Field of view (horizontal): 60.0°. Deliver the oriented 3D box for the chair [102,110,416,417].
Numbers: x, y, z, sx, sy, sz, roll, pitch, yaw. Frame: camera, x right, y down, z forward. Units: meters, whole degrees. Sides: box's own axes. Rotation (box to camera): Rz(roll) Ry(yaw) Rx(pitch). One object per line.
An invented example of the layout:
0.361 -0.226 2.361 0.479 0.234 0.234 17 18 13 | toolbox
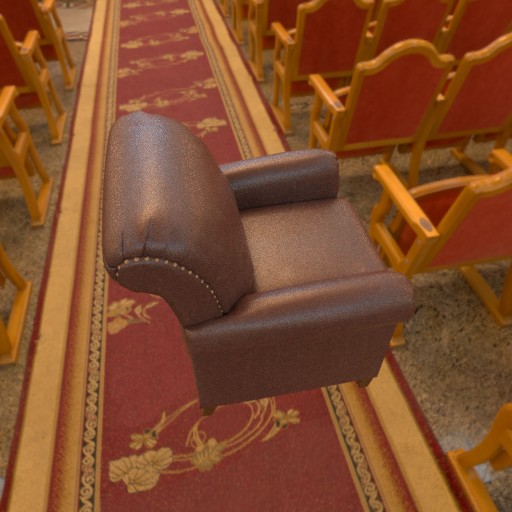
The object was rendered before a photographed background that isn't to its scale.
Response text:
0.000 0.000 1.600 0.890 0.927 0.854 -8 46 -8 | chair
